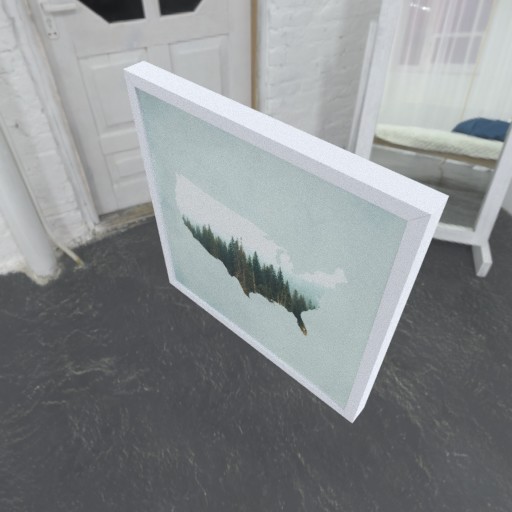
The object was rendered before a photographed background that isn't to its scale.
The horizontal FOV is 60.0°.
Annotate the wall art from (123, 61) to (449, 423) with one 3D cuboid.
[{"bbox_3d":[0.000,0.000,0.758,0.509,0.509,0.040,33,55,27],"label":"wall art"}]
